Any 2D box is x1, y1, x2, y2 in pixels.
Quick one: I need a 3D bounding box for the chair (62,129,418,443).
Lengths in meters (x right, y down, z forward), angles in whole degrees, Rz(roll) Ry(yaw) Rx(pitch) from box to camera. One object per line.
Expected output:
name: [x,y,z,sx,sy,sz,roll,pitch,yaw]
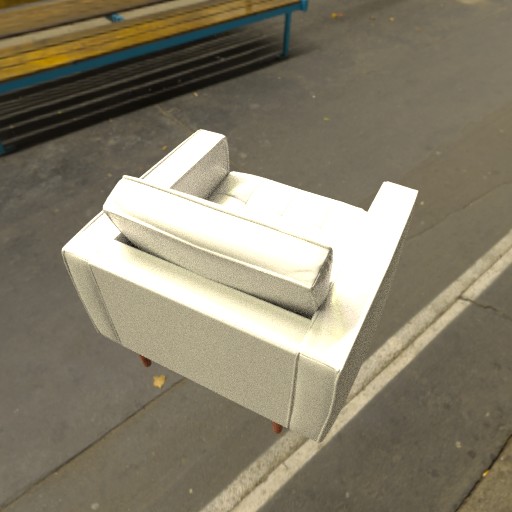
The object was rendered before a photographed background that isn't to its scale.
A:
chair: [0.000,0.000,1.562,0.928,0.773,0.843,21,49,19]
